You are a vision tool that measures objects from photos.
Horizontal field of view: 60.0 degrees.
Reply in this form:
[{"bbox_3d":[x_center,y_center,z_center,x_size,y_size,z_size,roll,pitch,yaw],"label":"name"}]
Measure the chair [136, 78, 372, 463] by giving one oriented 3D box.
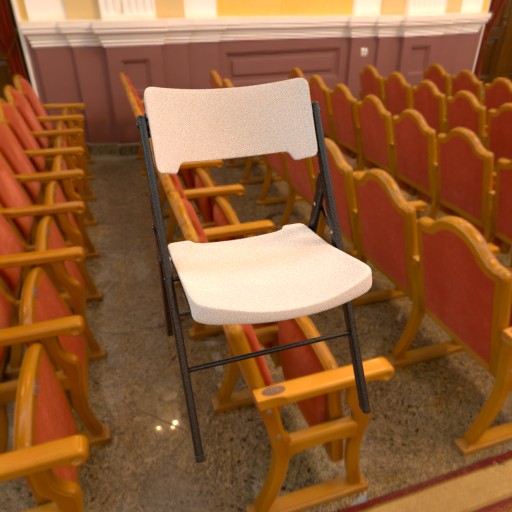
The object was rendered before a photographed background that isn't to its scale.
[{"bbox_3d":[0.000,0.000,1.136,0.482,0.765,0.577,-10,33,-15],"label":"chair"}]
